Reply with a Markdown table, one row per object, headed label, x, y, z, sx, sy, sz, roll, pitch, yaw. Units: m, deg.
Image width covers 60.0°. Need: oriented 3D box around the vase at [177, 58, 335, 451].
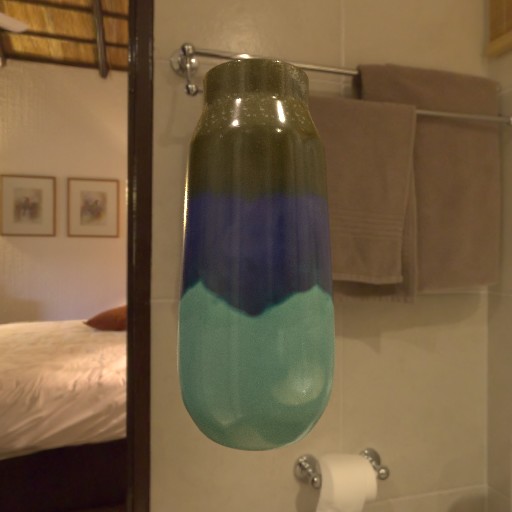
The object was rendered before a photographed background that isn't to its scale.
| label | x | y | z | sx | sy | sz | roll | pitch | yaw |
| --- | --- | --- | --- | --- | --- | --- | --- | --- | --- |
| vase | 0.000 | 0.000 | 0.393 | 0.139 | 0.313 | 0.139 | 0 | 0 | 0 |
